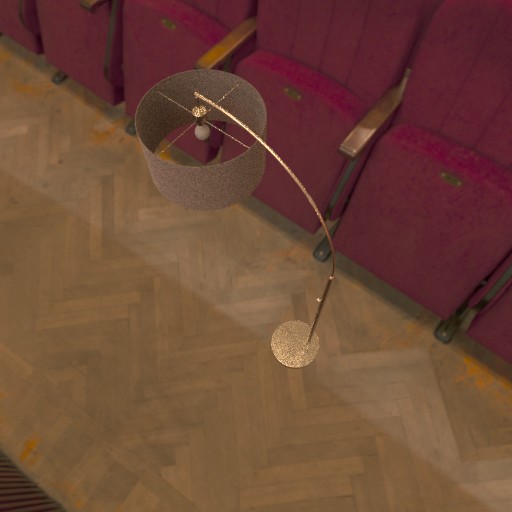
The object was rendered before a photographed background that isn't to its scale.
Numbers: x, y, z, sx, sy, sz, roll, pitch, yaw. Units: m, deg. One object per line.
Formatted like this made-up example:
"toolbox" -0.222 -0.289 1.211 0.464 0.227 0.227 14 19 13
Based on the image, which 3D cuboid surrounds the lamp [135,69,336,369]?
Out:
"lamp" 0.000 0.000 2.146 0.934 1.735 0.452 35 68 16
